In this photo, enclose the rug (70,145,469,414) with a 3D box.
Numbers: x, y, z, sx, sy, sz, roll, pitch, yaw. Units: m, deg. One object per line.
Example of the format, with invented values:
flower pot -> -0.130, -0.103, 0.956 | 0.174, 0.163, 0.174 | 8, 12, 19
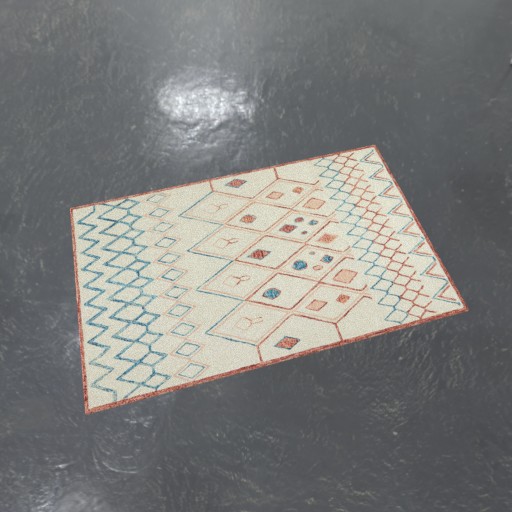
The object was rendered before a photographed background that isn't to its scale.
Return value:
rug -> 0.000, 0.000, 3.075 | 2.438, 0.015, 1.524 | -13, 60, -8
